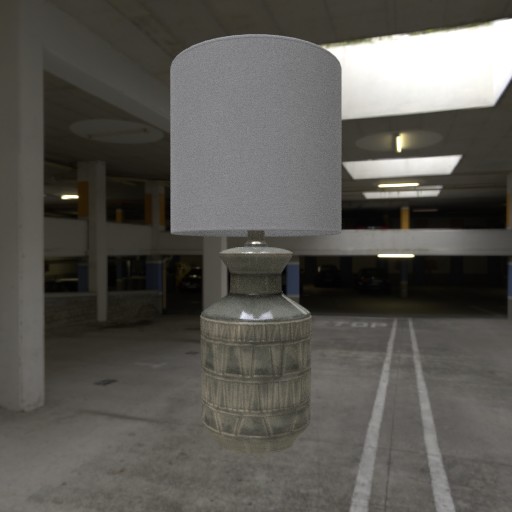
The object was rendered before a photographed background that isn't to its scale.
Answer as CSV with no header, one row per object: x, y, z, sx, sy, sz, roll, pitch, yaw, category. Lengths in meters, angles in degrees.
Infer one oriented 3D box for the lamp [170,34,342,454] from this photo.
0.000,0.000,0.560,0.211,0.455,0.211,0,1,18,lamp
